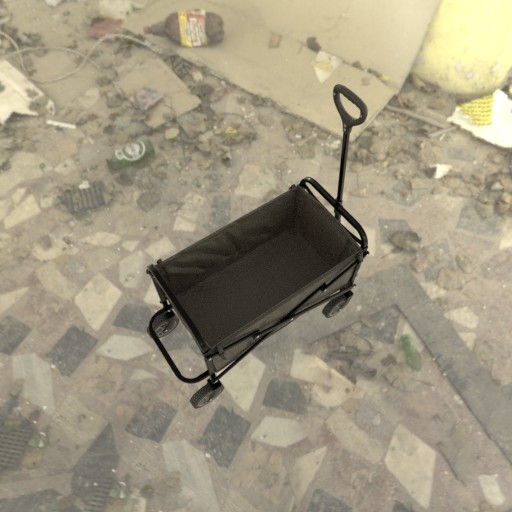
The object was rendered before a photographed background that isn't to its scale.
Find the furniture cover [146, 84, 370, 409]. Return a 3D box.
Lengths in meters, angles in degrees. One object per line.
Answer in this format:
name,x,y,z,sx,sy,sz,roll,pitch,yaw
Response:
furniture cover,0.000,0.000,1.848,1.038,1.295,0.532,-31,63,-18
